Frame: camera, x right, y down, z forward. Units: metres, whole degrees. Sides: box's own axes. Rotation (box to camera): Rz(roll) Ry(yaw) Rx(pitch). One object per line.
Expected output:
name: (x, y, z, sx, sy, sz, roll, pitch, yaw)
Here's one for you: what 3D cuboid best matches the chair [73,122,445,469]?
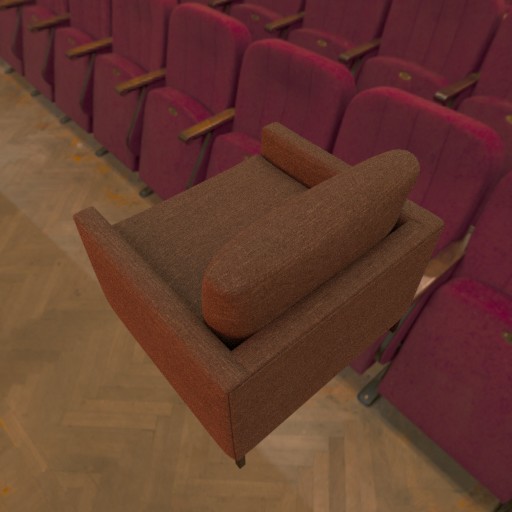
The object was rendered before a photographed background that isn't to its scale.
chair: (0.000, 0.000, 1.581, 0.940, 0.841, 0.845, -32, 55, -26)
